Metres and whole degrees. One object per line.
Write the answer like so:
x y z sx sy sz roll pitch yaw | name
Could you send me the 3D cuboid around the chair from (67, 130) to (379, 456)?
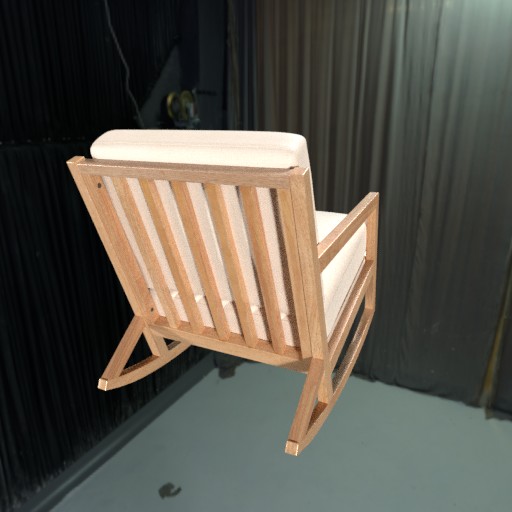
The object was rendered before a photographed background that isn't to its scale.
0.000 0.000 1.423 0.622 0.790 0.857 8 19 25 | chair
